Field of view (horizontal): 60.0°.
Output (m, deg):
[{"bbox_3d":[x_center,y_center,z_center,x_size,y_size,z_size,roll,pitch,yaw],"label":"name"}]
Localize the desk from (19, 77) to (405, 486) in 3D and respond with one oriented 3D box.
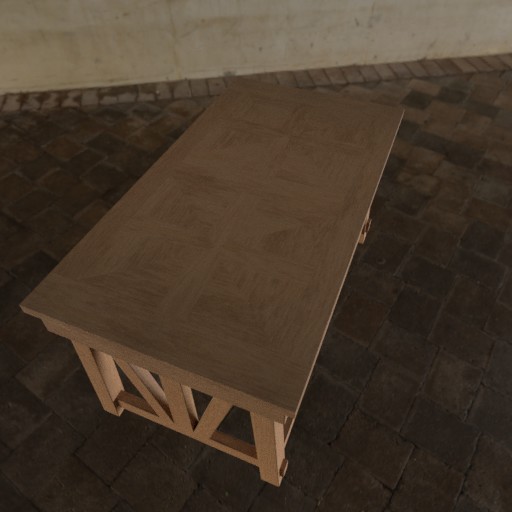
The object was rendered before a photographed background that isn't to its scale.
[{"bbox_3d":[0.000,0.000,1.881,0.813,0.762,1.499,17,49,15],"label":"desk"}]
